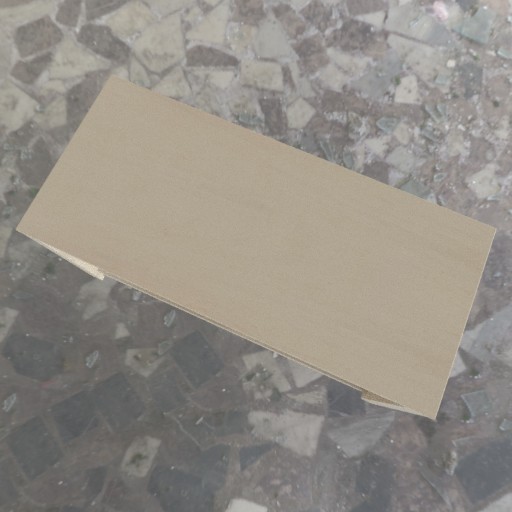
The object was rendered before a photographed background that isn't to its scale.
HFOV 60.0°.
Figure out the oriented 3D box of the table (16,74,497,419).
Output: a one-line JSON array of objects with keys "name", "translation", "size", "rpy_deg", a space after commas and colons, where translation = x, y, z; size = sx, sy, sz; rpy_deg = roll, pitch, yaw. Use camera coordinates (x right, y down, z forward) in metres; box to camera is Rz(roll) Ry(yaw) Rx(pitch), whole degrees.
[{"name": "table", "translation": [0.000, 0.000, 1.258], "size": [1.016, 0.483, 0.457], "rpy_deg": [23, 76, 6]}]
